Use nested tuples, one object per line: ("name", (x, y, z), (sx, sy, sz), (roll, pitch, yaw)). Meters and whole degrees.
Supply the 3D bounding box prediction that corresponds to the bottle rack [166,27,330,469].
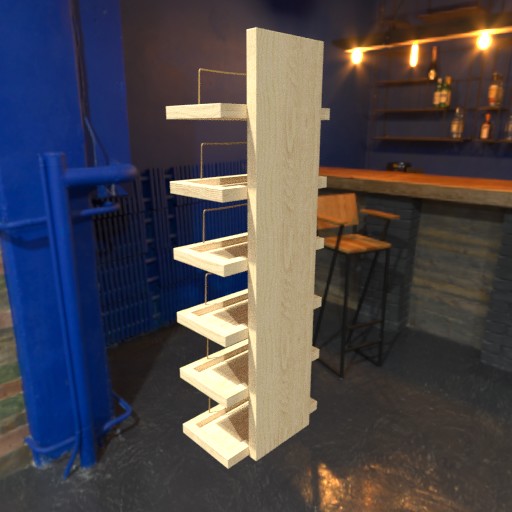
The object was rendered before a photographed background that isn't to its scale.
("bottle rack", (0.000, 0.000, 1.070), (0.330, 0.943, 0.206), (-15, 22, -42))
